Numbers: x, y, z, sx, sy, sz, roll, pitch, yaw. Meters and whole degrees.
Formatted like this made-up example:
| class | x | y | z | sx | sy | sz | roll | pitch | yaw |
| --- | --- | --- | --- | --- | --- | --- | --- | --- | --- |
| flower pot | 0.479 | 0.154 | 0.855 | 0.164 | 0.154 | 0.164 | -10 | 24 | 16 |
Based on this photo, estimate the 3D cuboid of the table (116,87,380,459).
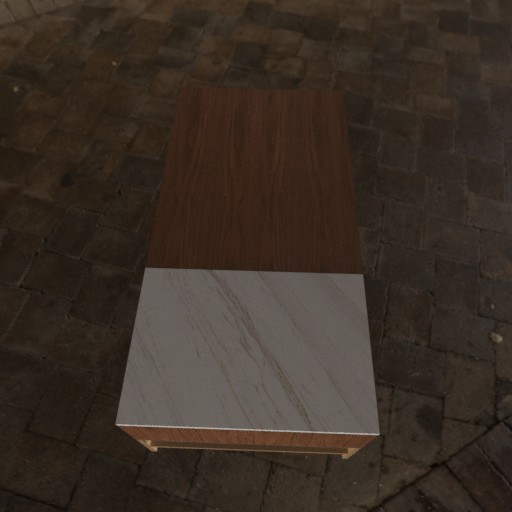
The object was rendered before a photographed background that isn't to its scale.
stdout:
| class | x | y | z | sx | sy | sz | roll | pitch | yaw |
| --- | --- | --- | --- | --- | --- | --- | --- | --- | --- |
| table | 0.000 | 0.000 | 1.964 | 0.789 | 0.551 | 1.553 | 2 | 58 | 1 |
